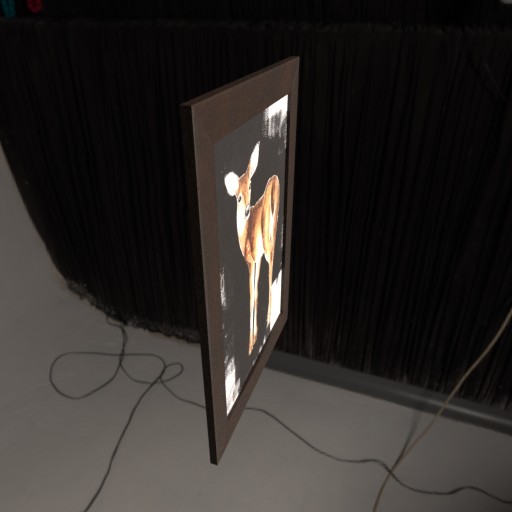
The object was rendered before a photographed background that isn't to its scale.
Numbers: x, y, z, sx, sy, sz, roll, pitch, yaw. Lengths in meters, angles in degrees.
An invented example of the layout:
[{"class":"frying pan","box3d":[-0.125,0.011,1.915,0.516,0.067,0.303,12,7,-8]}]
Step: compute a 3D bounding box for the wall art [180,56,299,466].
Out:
[{"class":"wall art","box3d":[0.000,0.000,0.661,0.013,0.508,0.359,10,32,17]}]
